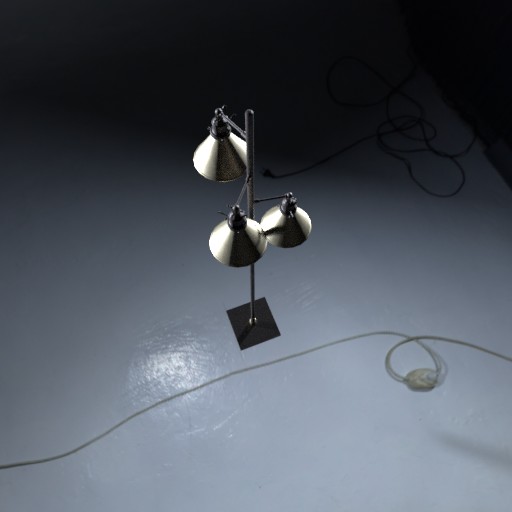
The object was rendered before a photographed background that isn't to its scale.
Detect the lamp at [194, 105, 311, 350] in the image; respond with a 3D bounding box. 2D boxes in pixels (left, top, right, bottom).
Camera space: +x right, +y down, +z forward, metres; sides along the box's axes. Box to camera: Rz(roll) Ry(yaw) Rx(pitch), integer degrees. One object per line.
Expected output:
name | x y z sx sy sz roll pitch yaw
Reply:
lamp | 0.000 0.000 1.920 0.415 1.716 0.428 -19 65 -10
